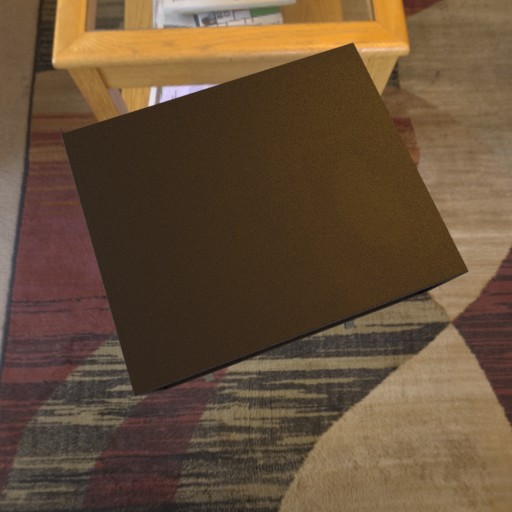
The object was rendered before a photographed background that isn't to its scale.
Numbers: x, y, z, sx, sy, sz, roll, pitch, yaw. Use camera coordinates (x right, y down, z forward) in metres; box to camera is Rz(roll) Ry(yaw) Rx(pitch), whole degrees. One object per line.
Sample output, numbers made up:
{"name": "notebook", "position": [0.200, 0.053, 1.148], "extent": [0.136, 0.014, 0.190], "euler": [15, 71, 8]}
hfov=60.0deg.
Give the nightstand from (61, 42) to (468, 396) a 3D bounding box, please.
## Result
{"name": "nightstand", "position": [0.000, 0.000, 0.939], "extent": [0.479, 0.623, 0.402], "euler": [-19, 76, -5]}
